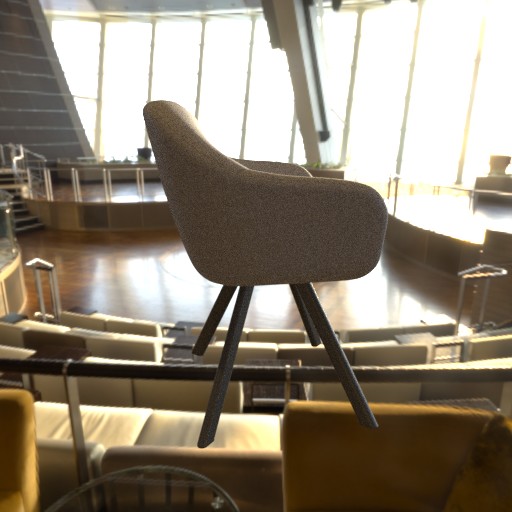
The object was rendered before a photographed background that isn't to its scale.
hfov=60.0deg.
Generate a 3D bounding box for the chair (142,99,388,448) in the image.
[{"bbox_3d":[0.000,0.000,1.202,0.550,0.795,0.590,-3,16,-9],"label":"chair"}]
